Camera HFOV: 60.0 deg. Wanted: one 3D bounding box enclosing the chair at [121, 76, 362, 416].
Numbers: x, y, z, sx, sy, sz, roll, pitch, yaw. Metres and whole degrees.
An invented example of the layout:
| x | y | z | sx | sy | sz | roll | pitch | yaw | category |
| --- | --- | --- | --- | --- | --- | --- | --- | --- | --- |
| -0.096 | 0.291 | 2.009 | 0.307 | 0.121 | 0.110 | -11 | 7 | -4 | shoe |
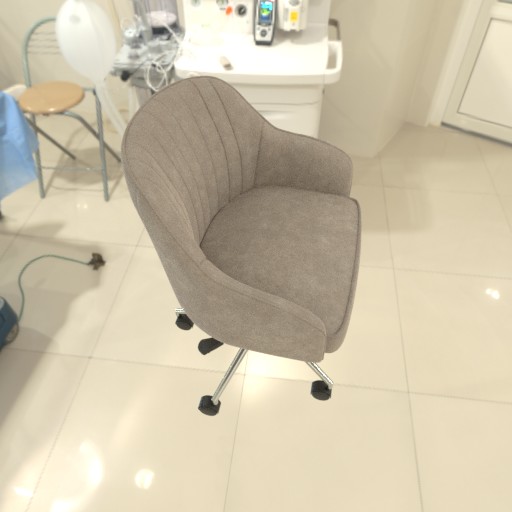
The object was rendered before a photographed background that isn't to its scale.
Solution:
| x | y | z | sx | sy | sz | roll | pitch | yaw | category |
| --- | --- | --- | --- | --- | --- | --- | --- | --- | --- |
| 0.000 | 0.000 | 1.258 | 0.573 | 0.831 | 0.635 | 10 | 48 | 9 | chair |
